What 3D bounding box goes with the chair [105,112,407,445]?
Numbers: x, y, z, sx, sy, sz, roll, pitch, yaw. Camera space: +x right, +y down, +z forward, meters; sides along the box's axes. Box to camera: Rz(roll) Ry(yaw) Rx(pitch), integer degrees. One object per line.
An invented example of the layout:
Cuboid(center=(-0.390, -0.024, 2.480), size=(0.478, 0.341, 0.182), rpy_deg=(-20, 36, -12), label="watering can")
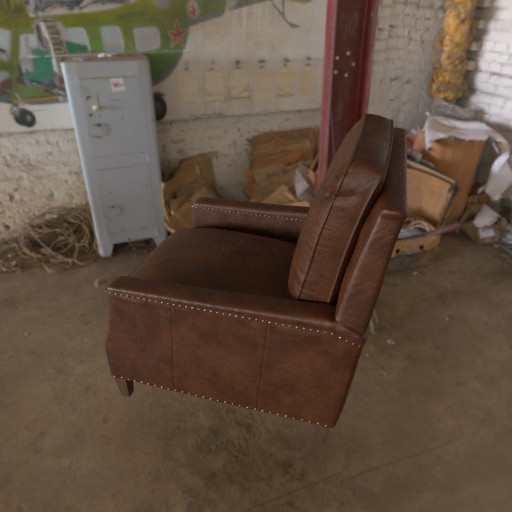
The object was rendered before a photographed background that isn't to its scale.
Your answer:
Cuboid(center=(0.000, 0.000, 1.800), size=(1.035, 1.054, 0.854), rpy_deg=(8, 31, 14), label="chair")
